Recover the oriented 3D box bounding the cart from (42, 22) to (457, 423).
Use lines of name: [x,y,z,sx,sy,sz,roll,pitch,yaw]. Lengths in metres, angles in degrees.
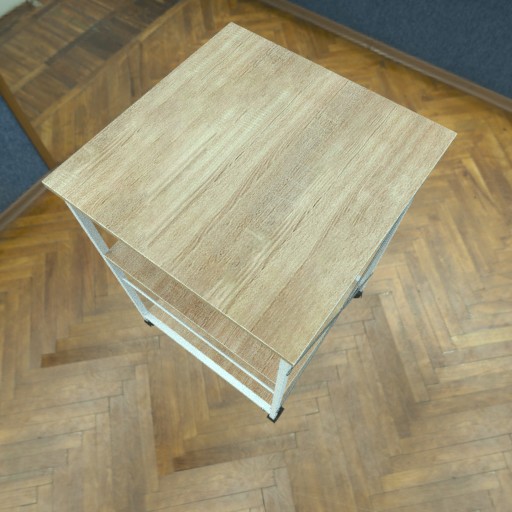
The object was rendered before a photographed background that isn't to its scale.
cart: [0.000,0.000,1.115,0.520,0.762,0.521,34,68,16]
